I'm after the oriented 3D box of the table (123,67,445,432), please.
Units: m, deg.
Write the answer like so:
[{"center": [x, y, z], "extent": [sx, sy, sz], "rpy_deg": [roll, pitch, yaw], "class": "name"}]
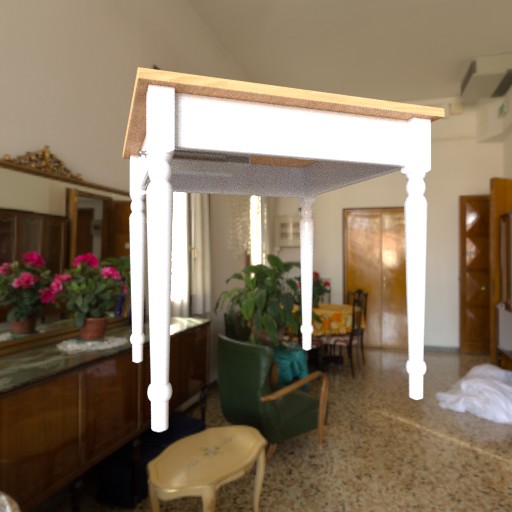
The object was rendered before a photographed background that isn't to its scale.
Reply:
[{"center": [0.000, 0.000, 1.344], "extent": [0.747, 0.738, 0.747], "rpy_deg": [0, 0, -19], "class": "table"}]
